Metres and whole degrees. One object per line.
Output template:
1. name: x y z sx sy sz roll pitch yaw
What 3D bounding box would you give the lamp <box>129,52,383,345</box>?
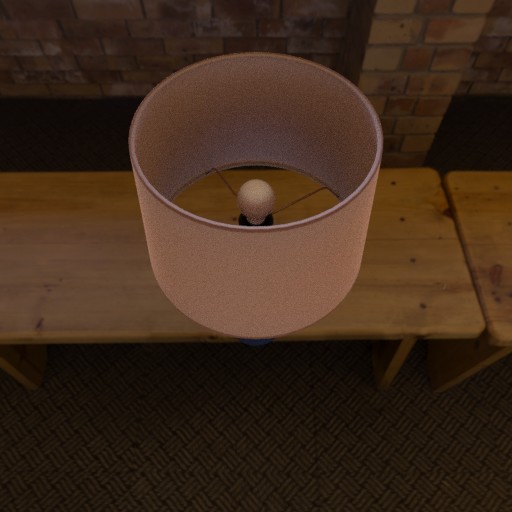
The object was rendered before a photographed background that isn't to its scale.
1. lamp: 0.000 0.000 0.819 0.367 0.609 0.367 0 58 0
